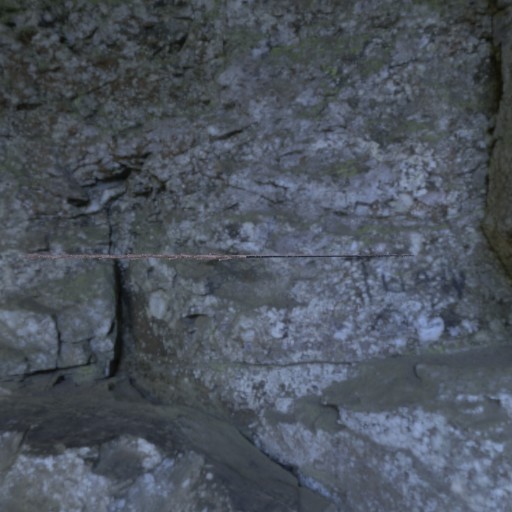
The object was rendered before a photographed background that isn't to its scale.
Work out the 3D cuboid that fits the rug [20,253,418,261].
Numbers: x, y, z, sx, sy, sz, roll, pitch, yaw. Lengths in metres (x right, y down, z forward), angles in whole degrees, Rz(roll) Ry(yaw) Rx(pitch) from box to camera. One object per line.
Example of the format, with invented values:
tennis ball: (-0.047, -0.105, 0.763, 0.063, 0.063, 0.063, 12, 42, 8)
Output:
rug: (0.000, 0.000, 2.472, 1.224, 0.027, 2.021, 0, 0, 35)
